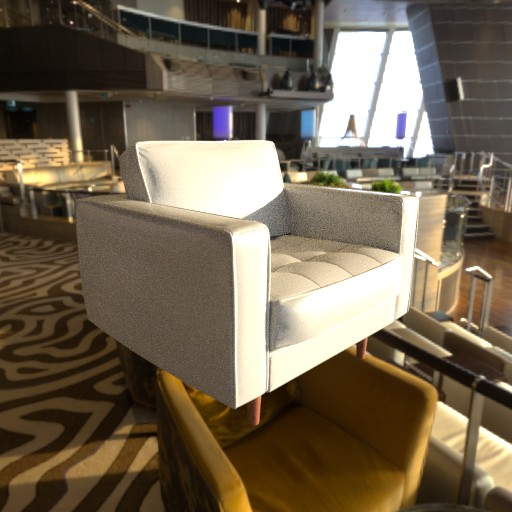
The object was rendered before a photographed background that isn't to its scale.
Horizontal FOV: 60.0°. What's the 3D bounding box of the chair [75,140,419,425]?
[{"bbox_3d":[0.000,0.000,1.533,0.928,0.773,0.843,-14,20,-43],"label":"chair"}]
